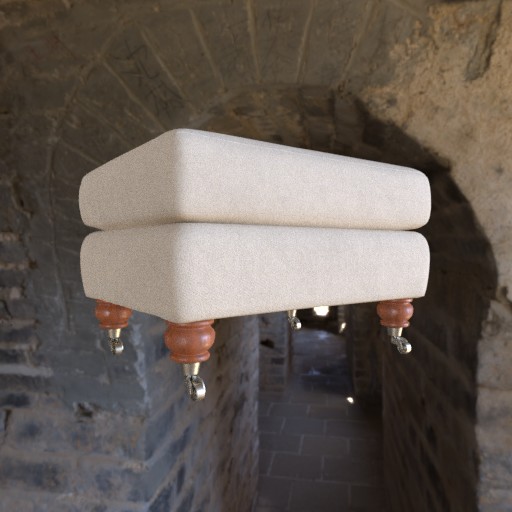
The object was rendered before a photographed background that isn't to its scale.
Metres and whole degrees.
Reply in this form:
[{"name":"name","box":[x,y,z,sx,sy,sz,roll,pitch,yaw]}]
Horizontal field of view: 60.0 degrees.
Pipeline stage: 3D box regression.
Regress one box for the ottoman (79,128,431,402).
[{"name":"ottoman","box":[0.000,0.000,1.164,0.773,0.504,0.569,-1,1,-36]}]
